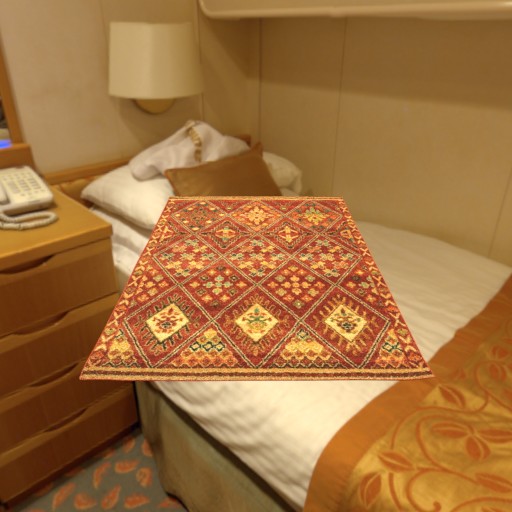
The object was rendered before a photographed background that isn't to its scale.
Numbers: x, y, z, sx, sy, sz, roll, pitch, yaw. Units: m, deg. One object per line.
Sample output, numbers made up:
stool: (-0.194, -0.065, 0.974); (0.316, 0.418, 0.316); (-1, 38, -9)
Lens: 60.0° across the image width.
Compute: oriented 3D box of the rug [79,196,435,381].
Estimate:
rug: (0.000, 0.000, 2.895); (1.521, 0.026, 2.286); (0, 27, 0)
